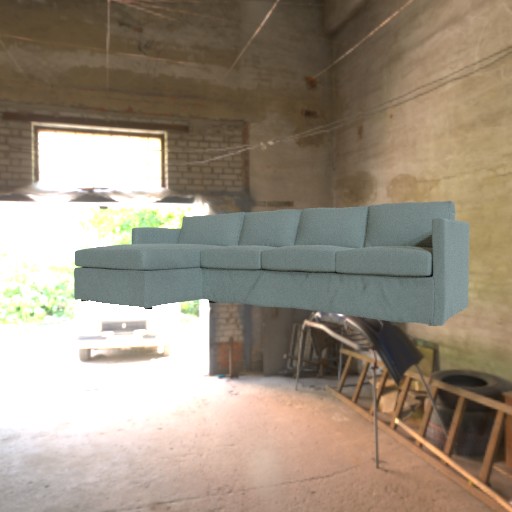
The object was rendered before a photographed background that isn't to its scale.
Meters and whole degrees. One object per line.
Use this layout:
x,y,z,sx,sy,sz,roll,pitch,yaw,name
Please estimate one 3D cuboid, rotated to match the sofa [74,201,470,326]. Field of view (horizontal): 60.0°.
0.000,0.000,3.930,3.205,0.922,1.650,1,2,35,sofa
